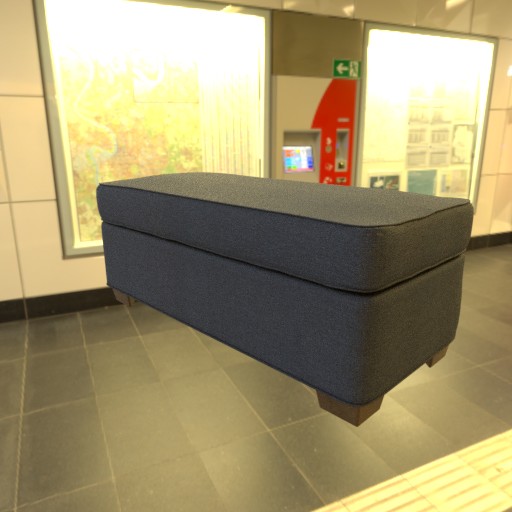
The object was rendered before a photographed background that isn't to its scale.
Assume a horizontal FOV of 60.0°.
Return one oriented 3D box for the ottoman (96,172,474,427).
[{"bbox_3d":[0.000,0.000,1.374,0.515,0.460,1.110,-15,21,-43],"label":"ottoman"}]
